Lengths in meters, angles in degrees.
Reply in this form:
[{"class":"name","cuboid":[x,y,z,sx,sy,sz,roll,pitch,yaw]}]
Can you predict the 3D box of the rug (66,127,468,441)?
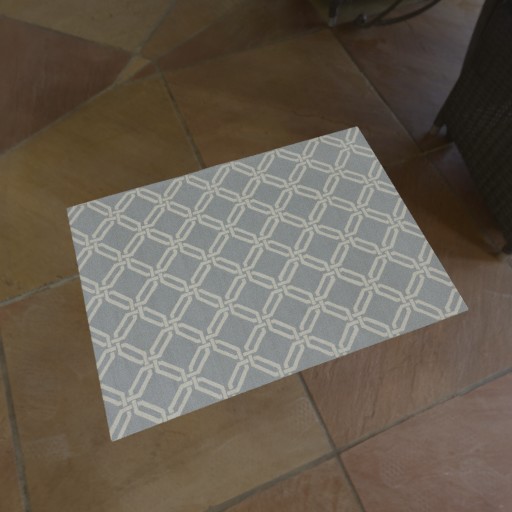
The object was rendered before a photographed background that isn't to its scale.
[{"class":"rug","cuboid":[0.000,0.000,2.775,2.133,0.013,1.522,-18,64,-9]}]
